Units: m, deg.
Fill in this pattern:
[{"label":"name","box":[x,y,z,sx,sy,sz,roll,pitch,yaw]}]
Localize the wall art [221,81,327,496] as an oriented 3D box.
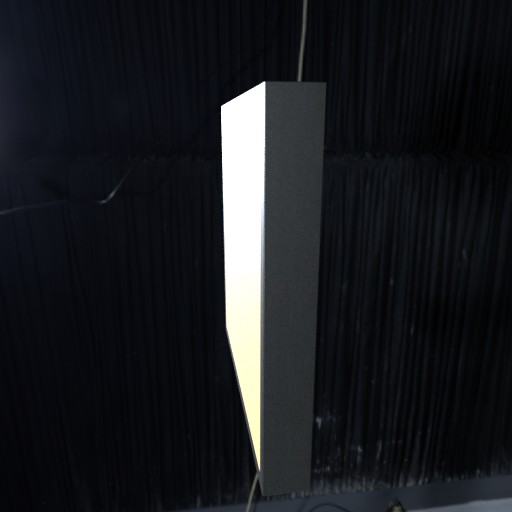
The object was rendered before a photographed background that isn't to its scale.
[{"label":"wall art","box":[0.000,0.000,0.452,0.038,0.304,0.304,-3,16,-9]}]
